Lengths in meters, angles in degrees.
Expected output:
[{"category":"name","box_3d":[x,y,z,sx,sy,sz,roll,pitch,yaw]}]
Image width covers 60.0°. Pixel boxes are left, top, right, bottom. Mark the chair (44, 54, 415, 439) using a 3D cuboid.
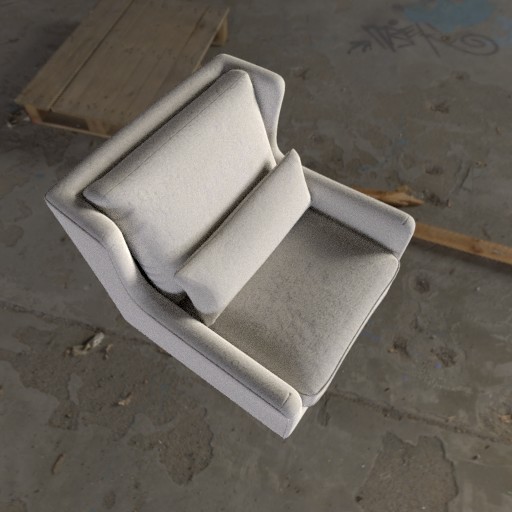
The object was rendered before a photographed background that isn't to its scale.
[{"category":"chair","box_3d":[0.000,0.000,1.859,1.040,1.056,0.982,31,63,18]}]
